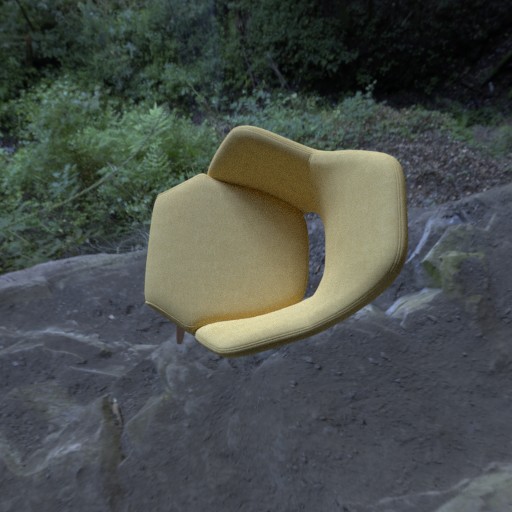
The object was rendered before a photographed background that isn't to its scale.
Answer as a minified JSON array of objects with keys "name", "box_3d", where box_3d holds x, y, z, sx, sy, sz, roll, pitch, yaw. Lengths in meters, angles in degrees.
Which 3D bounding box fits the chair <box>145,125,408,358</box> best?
[{"name":"chair","box_3d":[0.000,0.000,1.283,0.610,0.840,0.590,2,75,1]}]
